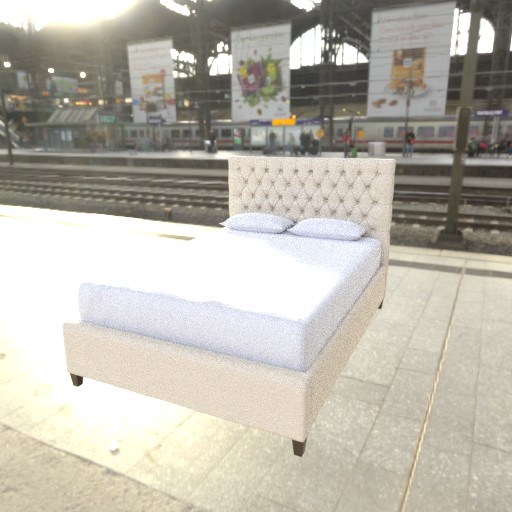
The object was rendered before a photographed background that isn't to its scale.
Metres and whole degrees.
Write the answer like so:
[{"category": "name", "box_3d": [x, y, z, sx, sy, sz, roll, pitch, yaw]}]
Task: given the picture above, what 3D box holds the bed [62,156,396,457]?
[{"category": "bed", "box_3d": [0.000, 0.000, 3.476, 1.698, 1.427, 2.387, 7, 16, 24]}]
